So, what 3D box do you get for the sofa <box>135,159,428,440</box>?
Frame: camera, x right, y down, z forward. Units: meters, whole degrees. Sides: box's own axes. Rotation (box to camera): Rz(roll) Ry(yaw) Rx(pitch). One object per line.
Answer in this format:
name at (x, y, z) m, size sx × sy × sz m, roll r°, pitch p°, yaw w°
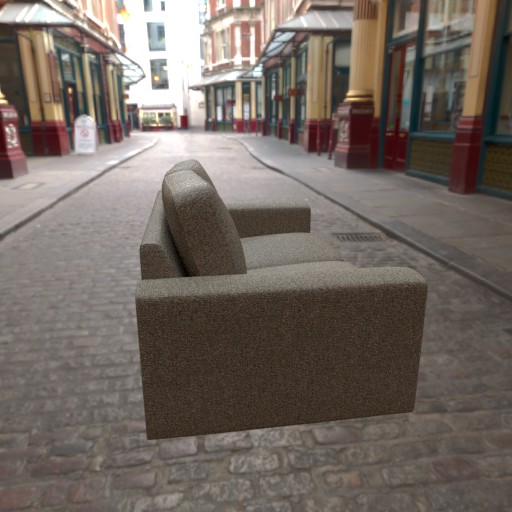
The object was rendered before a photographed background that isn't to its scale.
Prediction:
sofa at (0.000, 0.000, 2.224) m, size 1.016 × 0.873 × 1.616 m, roll -3°, pitch 17°, yaw -9°
